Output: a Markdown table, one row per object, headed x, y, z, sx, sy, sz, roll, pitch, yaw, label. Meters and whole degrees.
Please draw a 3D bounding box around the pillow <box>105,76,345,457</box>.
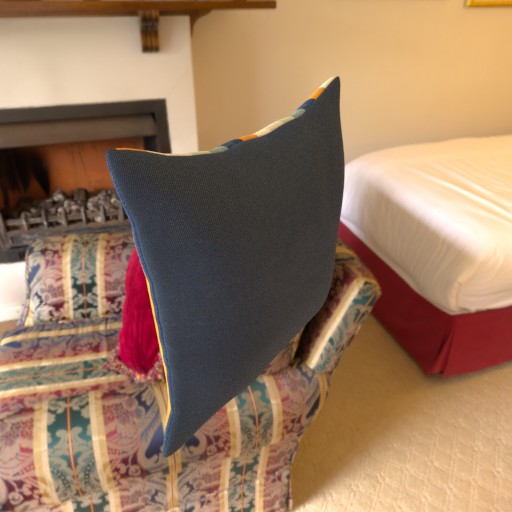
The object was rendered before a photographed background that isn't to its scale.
| x | y | z | sx | sy | sz | roll | pitch | yaw | label |
| --- | --- | --- | --- | --- | --- | --- | --- | --- | --- |
| 0.000 | 0.000 | 0.675 | 0.173 | 0.454 | 0.463 | 20 | 37 | 29 | pillow |
